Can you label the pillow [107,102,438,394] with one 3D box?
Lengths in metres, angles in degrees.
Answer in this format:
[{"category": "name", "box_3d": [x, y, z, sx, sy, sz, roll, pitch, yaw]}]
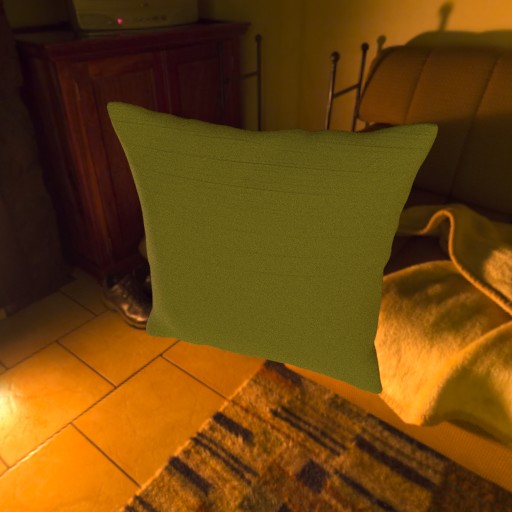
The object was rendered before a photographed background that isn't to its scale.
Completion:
[{"category": "pillow", "box_3d": [0.000, 0.000, 0.723, 0.470, 0.464, 0.175, 10, 34, 15]}]
